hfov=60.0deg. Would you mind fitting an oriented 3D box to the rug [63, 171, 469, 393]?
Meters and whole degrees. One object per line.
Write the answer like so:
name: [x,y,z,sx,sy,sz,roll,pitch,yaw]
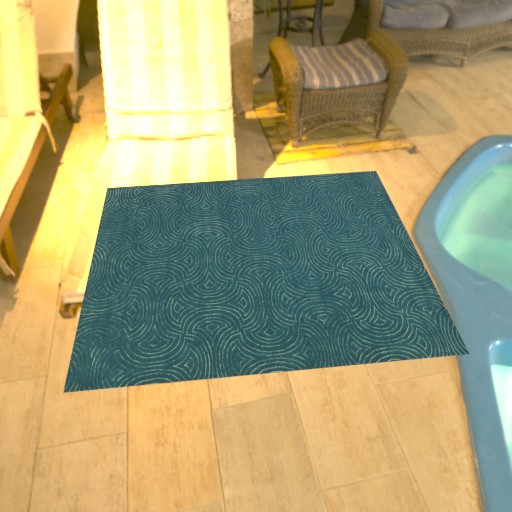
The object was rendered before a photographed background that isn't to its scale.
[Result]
rug: [0.000,0.000,4.131,3.033,0.012,2.432,-4,46,-4]
